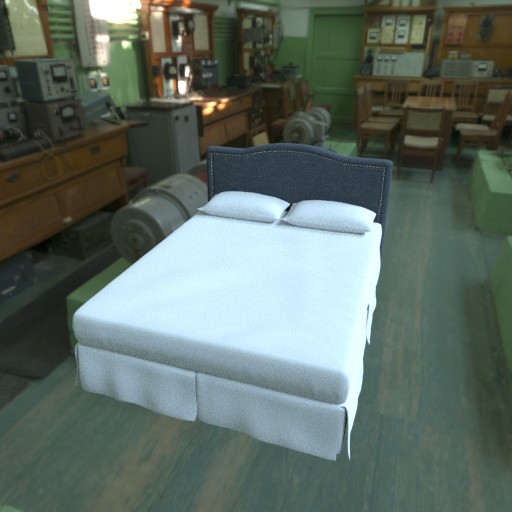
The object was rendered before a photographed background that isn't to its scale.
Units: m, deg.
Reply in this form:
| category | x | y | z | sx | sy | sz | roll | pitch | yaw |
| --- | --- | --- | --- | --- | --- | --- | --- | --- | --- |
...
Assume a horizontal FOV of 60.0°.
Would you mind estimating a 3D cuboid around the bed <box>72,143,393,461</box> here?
| category | x | y | z | sx | sy | sz | roll | pitch | yaw |
| --- | --- | --- | --- | --- | --- | --- | --- | --- | --- |
| bed | 0.000 | 0.000 | 3.978 | 2.161 | 1.457 | 2.689 | 9 | 28 | 16 |
